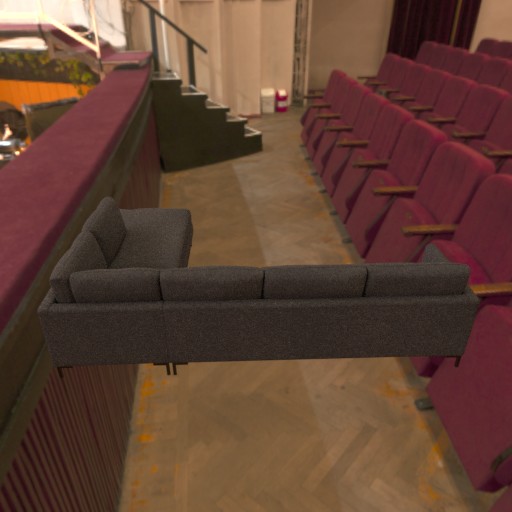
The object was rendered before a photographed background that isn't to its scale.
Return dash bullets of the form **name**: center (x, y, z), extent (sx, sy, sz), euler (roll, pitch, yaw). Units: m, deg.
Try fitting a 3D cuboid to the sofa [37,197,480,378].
- **sofa**: center (0.000, 0.000, 3.832), extent (2.949, 0.815, 2.007), euler (-1, 30, -2)
